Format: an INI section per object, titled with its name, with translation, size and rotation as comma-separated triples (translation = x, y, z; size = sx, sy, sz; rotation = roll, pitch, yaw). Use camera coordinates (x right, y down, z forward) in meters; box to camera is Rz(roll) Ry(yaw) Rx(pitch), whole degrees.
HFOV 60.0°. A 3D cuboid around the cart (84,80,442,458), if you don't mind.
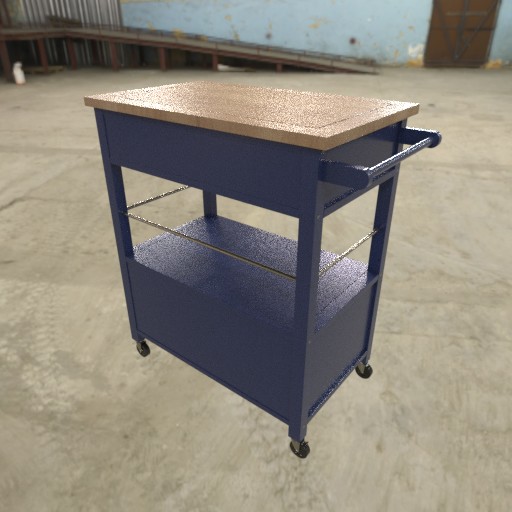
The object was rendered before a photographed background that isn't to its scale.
[cart]
translation = 0.000, 0.000, 1.351
size = 0.840, 0.901, 0.459
rotation = 20, 34, 33
